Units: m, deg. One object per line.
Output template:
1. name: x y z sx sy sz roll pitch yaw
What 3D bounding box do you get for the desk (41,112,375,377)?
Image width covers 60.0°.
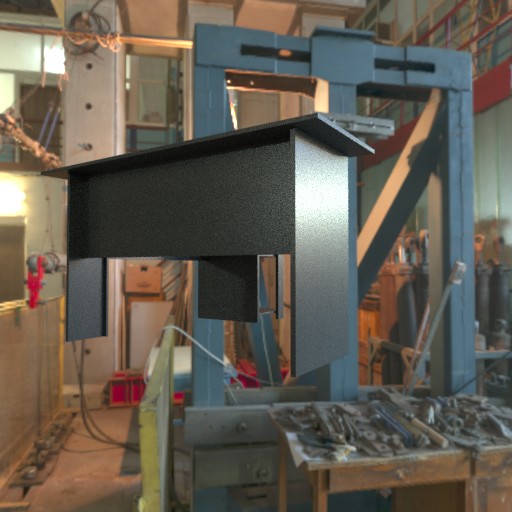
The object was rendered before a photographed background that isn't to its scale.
1. desk: 0.000 0.000 2.088 1.303 0.716 1.361 -1 -2 34
